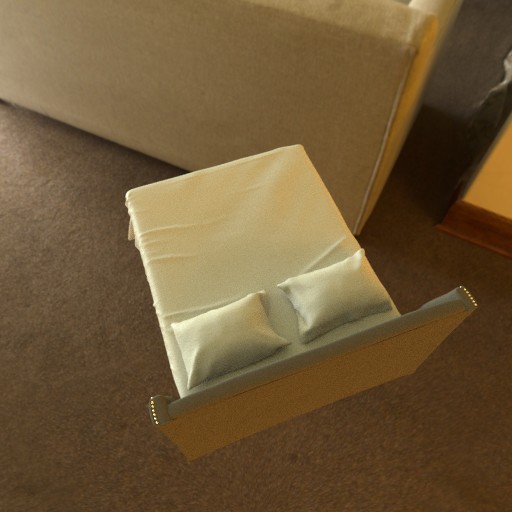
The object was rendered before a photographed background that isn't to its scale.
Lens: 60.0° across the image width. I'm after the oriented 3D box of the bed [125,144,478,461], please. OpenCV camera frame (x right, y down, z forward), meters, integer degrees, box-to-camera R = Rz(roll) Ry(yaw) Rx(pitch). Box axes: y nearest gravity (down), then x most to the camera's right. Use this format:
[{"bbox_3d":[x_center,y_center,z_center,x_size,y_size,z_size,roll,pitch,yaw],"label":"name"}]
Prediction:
[{"bbox_3d":[0.000,0.000,3.455,1.925,1.332,2.276,-17,60,-10],"label":"bed"}]
